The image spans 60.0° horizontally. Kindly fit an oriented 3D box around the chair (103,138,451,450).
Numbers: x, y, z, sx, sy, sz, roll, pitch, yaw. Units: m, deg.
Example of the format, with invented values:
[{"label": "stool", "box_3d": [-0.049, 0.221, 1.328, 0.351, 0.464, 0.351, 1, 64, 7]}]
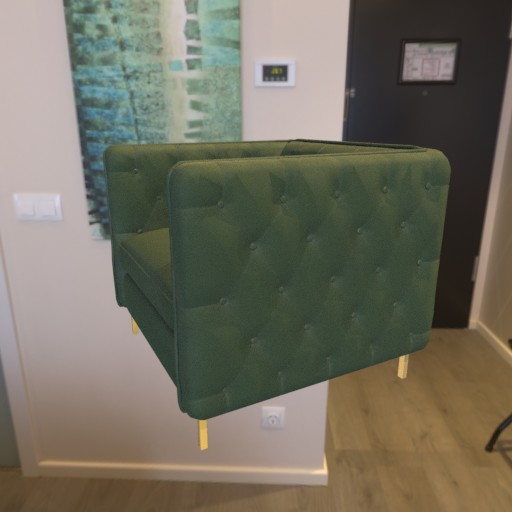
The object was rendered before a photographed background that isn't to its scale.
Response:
[{"label": "chair", "box_3d": [0.000, 0.000, 1.564, 0.855, 0.768, 0.917, -9, 19, -27]}]
